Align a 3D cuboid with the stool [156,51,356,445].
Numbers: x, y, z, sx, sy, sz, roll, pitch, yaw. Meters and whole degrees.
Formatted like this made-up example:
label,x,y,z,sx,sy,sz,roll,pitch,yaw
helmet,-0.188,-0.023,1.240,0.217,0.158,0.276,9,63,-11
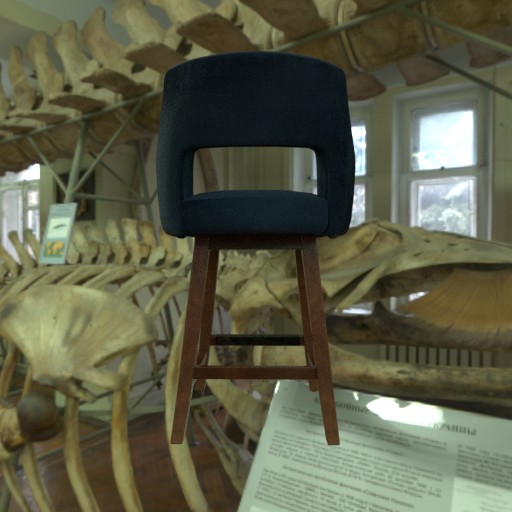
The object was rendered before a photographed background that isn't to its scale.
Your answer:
label,x,y,z,sx,sy,sz,roll,pitch,yaw
stool,0.000,0.000,1.280,0.550,0.940,0.560,0,1,1
